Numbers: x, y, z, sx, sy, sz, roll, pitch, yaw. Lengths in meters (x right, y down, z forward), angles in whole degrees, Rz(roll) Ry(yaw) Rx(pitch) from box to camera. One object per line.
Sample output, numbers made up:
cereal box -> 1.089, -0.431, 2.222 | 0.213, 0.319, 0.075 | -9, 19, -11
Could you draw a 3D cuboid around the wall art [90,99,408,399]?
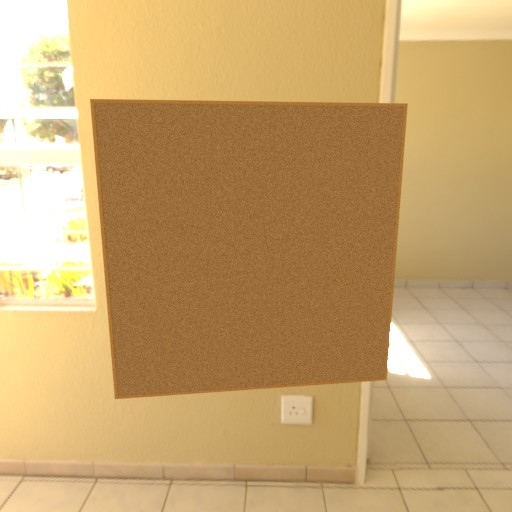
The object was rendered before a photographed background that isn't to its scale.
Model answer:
wall art -> 0.000, 0.000, 1.451 | 0.962, 0.959, 0.013 | -2, 14, -7
